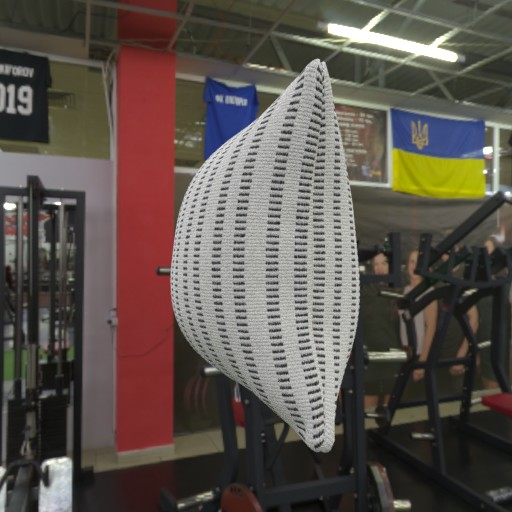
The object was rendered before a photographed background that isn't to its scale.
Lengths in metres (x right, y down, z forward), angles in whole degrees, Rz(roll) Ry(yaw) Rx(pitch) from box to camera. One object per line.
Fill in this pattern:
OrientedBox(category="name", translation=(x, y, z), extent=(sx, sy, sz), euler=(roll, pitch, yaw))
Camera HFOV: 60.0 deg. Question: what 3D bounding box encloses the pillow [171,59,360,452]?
OrientedBox(category="pillow", translation=(0.000, 0.000, 0.669), extent=(0.247, 0.419, 0.438), euler=(0, 0, -19))
